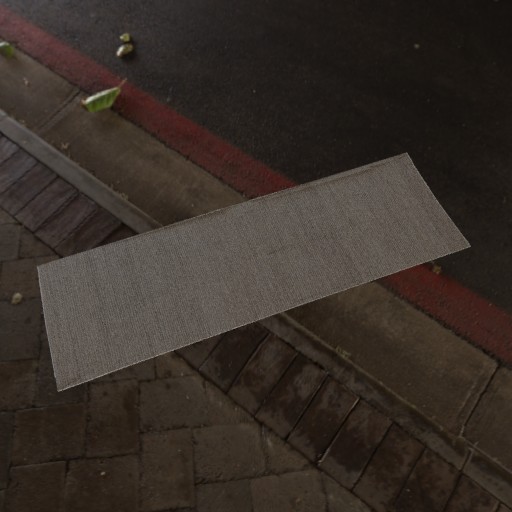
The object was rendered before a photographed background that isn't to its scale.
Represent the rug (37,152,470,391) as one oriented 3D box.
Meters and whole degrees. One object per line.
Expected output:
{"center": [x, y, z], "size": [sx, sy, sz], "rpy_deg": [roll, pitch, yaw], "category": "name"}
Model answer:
{"center": [0.000, 0.000, 2.549], "size": [2.390, 0.014, 0.741], "rpy_deg": [-18, 65, -9], "category": "rug"}
